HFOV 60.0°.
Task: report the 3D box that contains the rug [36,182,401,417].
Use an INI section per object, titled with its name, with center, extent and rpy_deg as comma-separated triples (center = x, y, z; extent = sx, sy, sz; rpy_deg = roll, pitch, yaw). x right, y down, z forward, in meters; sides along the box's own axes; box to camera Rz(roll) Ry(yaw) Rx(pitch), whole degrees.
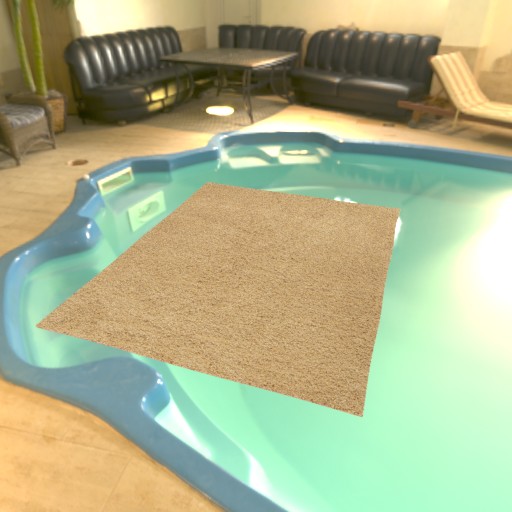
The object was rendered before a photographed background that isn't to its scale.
[rug]
center = 0.000, 0.000, 4.151
extent = 2.400, 0.025, 3.000
rpy_deg = 10, 33, 17
